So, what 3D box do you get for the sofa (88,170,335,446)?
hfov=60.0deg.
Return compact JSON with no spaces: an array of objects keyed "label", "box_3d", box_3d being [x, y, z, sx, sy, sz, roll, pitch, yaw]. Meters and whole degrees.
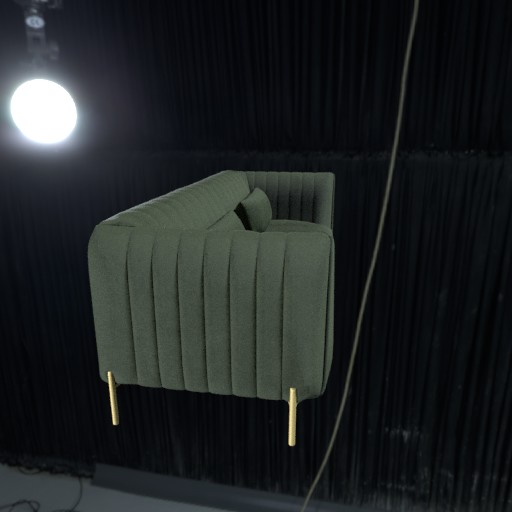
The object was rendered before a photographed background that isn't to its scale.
[{"label":"sofa","box_3d":[0.000,0.000,2.547,0.896,0.793,2.137,3,17,9]}]
